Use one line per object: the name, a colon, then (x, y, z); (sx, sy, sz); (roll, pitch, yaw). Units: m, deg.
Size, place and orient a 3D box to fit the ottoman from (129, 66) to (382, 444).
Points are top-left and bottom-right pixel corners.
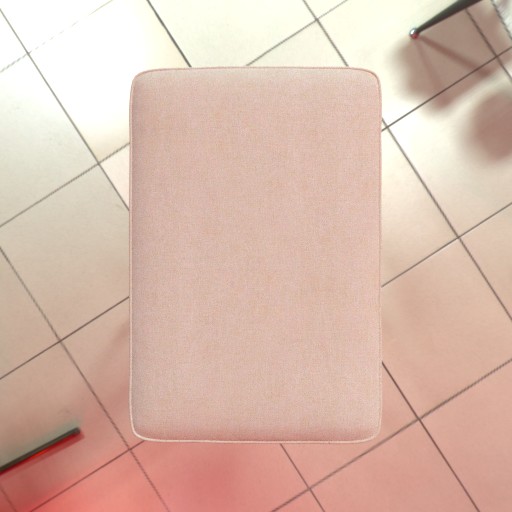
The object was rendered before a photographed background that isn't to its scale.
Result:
ottoman: (0.000, 0.000, 1.203); (0.583, 0.484, 0.862); (0, 90, 1)
